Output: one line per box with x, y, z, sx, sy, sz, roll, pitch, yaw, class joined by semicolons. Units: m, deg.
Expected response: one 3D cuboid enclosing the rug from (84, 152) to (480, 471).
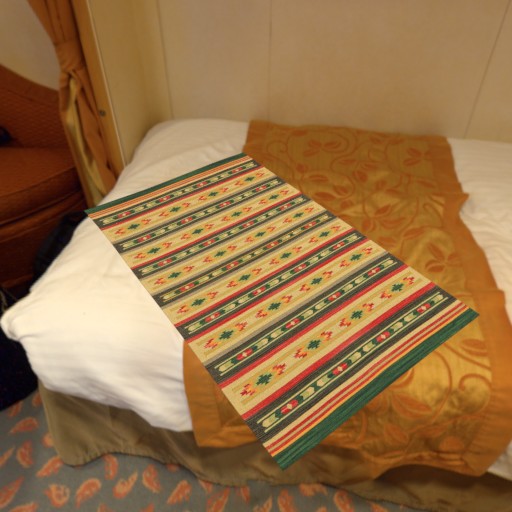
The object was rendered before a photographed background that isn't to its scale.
0.000;0.000;3.043;1.520;0.011;2.447;-26;48;-26;rug
